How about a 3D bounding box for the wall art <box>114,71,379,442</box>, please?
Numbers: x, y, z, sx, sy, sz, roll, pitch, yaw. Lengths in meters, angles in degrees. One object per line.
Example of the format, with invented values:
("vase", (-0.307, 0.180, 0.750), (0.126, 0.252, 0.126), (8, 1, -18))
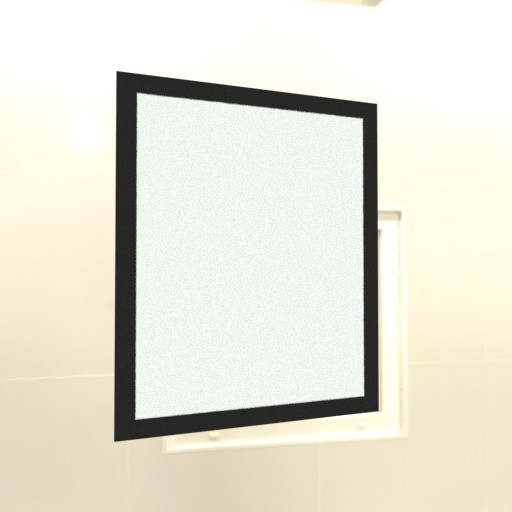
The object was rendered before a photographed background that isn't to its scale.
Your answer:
("wall art", (0.000, 0.000, 0.543), (0.329, 0.404, 0.024), (0, -1, -18))
